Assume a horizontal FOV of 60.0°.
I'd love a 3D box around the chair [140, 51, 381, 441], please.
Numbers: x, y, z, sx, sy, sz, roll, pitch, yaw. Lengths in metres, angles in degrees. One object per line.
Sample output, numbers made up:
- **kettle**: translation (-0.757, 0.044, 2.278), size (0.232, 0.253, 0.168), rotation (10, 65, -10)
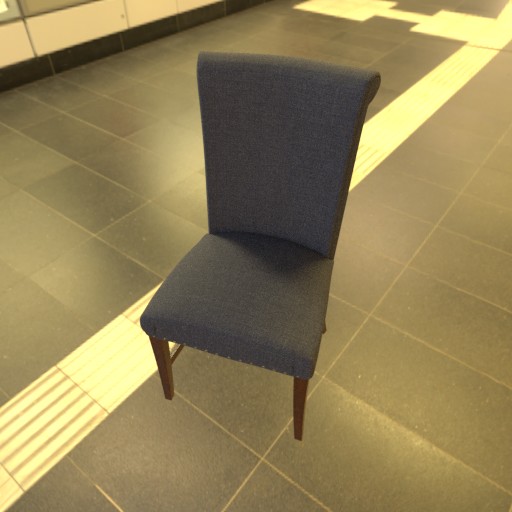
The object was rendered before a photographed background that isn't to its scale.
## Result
- **chair**: translation (0.000, 0.000, 1.340), size (0.513, 0.988, 0.608), rotation (12, 44, 13)
